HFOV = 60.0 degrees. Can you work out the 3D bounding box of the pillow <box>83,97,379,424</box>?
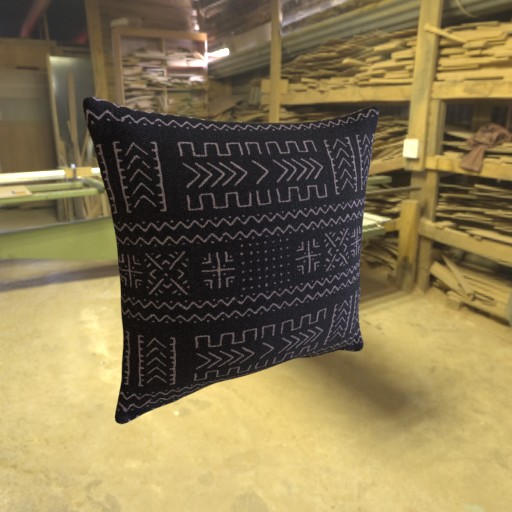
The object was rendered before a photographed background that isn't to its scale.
[{"bbox_3d":[0.000,0.000,0.649,0.438,0.430,0.164,-9,19,-27],"label":"pillow"}]
